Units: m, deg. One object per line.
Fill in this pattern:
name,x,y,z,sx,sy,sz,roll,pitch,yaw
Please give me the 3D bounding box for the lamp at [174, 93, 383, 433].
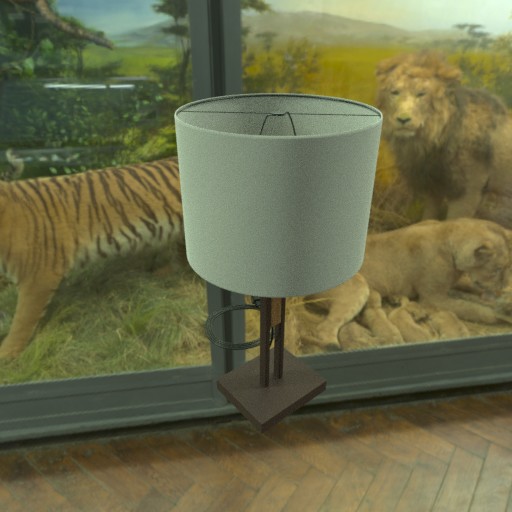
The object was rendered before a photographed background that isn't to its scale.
lamp,0.000,0.000,1.002,0.396,0.668,0.525,-22,36,-33
